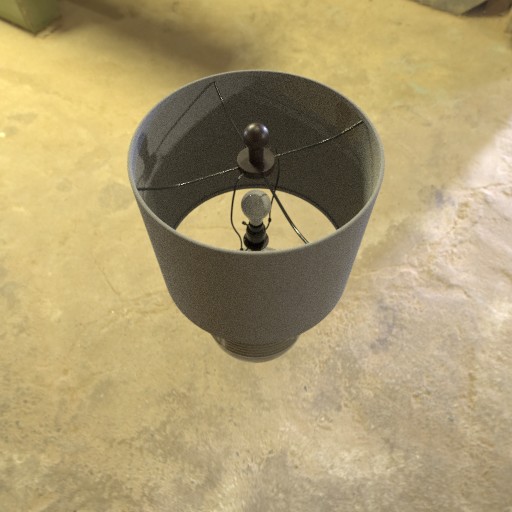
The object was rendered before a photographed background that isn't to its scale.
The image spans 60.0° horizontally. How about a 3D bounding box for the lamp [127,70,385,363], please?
[{"bbox_3d":[0.000,0.000,0.761,0.318,0.567,0.318,0,57,0],"label":"lamp"}]
